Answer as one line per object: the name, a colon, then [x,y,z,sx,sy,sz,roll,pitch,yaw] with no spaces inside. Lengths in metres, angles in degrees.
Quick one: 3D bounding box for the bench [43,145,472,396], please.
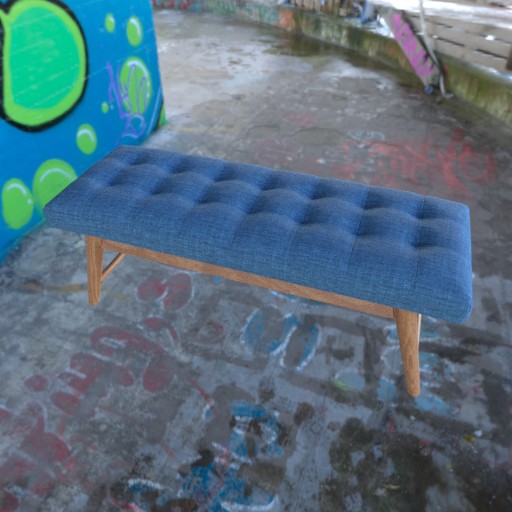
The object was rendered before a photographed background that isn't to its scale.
bench: [0.000,0.000,1.334,1.118,0.432,0.406,13,42,14]
